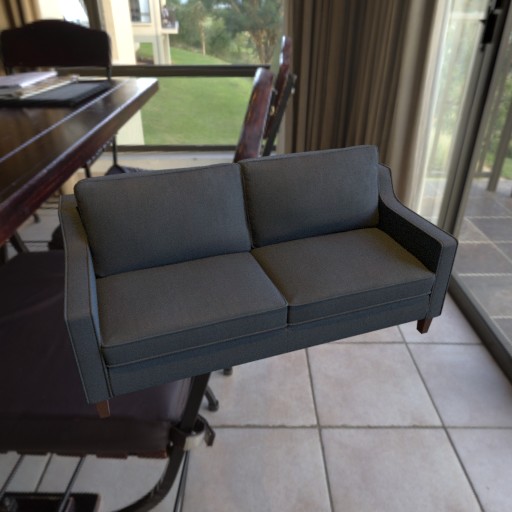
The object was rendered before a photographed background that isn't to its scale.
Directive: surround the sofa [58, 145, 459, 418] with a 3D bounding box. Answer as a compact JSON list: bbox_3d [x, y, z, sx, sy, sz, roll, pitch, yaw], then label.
[{"bbox_3d":[0.000,0.000,2.773,2.178,1.071,1.066,-10,32,-17],"label":"sofa"}]
